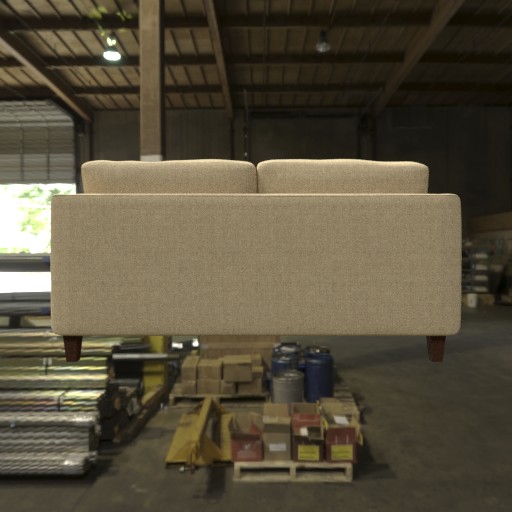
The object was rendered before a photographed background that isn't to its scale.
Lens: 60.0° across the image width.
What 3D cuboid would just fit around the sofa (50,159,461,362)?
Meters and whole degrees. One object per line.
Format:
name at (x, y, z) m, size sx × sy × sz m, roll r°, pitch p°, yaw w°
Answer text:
sofa at (0.000, 0.000, 2.457) m, size 1.884 × 0.963 × 0.950 m, roll 0°, pitch 0°, yaw 0°
